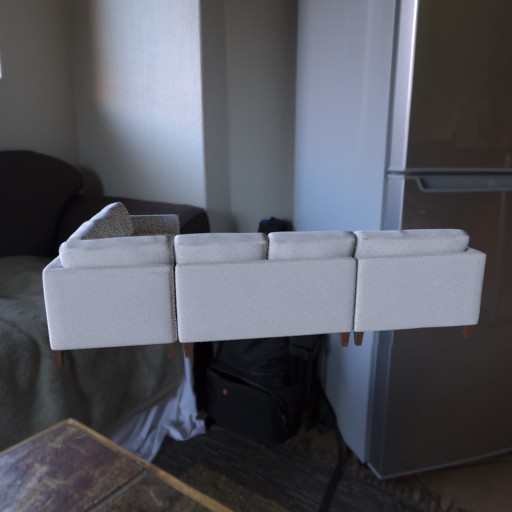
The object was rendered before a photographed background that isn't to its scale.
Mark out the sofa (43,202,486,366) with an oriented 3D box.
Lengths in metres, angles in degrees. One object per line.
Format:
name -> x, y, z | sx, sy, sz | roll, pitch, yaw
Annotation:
sofa -> 0.000, 0.000, 4.614 | 3.459, 0.956, 2.593 | -2, 14, -8
